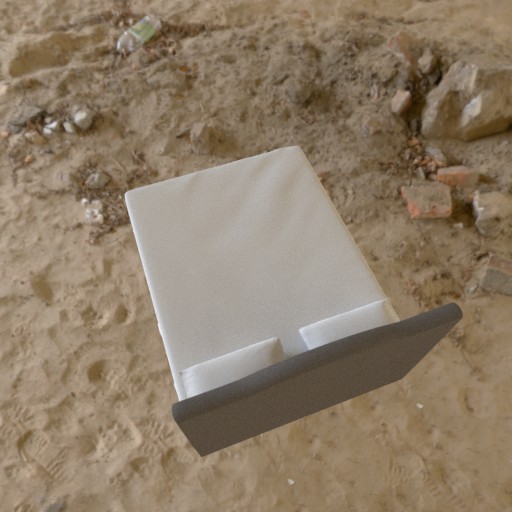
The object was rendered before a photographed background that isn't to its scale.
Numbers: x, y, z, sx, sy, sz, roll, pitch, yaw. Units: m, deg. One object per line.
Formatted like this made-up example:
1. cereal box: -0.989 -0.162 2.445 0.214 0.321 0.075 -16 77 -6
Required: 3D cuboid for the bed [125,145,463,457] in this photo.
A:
1. bed: 0.000 0.000 3.456 1.821 1.436 2.282 -17 60 -10
